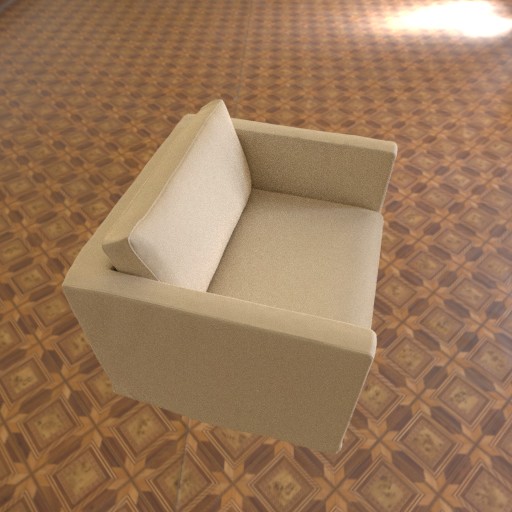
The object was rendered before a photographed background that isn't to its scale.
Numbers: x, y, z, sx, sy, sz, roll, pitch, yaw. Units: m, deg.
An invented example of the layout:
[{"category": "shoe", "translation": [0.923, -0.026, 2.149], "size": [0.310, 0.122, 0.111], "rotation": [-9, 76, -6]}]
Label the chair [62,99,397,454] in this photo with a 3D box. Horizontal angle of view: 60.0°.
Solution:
[{"category": "chair", "translation": [0.000, 0.000, 1.745], "size": [0.947, 0.851, 1.057], "rotation": [12, 48, 11]}]
